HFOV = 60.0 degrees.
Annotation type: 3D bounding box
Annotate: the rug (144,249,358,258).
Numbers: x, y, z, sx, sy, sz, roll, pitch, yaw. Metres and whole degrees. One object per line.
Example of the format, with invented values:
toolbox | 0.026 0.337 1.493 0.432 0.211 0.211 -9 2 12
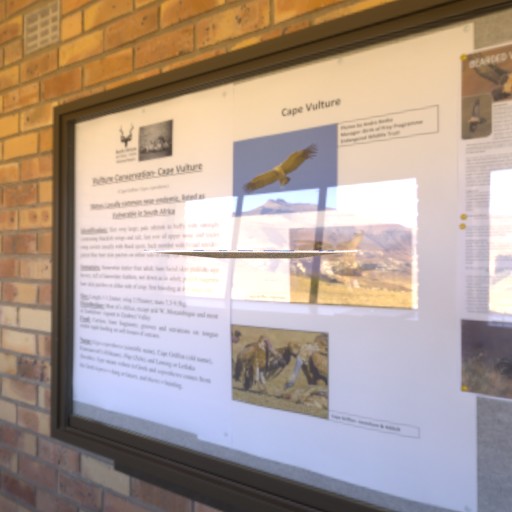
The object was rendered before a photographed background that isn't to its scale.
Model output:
rug | 0.000 0.000 2.799 0.768 0.011 2.446 0 -1 1
